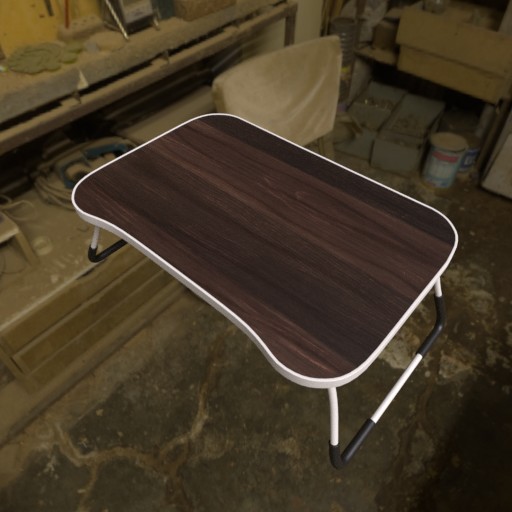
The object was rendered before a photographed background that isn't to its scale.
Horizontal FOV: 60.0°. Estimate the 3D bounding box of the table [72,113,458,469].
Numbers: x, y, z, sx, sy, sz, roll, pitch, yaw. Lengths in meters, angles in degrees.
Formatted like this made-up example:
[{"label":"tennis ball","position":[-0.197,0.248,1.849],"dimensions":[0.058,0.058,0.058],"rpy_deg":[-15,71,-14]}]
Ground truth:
[{"label":"table","position":[0.000,0.000,0.831],"dimensions":[0.660,0.232,0.400],"rpy_deg":[33,55,27]}]
